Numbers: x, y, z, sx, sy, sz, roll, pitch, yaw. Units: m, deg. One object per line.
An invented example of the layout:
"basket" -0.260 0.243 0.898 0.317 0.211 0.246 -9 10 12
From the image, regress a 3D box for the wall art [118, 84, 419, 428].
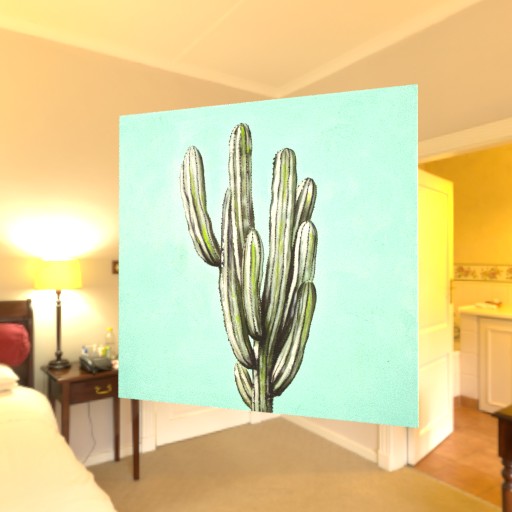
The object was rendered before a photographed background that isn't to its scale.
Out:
"wall art" 0.000 0.000 0.879 0.603 0.603 0.036 0 -1 17
